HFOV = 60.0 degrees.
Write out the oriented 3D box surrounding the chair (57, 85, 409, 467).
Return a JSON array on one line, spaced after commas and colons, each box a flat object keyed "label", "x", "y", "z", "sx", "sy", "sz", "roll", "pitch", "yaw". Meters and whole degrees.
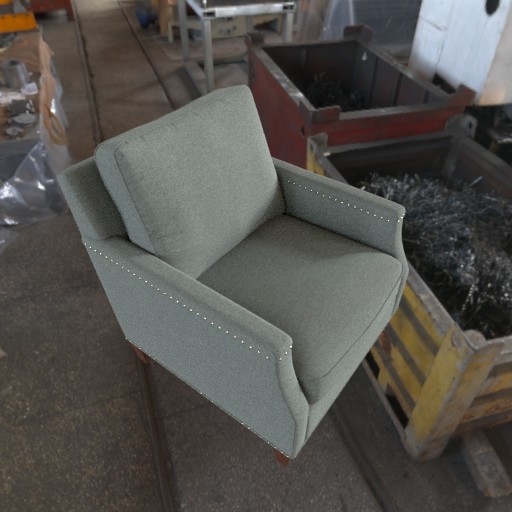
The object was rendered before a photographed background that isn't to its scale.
[{"label": "chair", "x": 0.000, "y": 0.000, "z": 1.750, "sx": 1.031, "sy": 1.031, "sz": 0.885, "roll": 27, "pitch": 48, "yaw": 27}]
